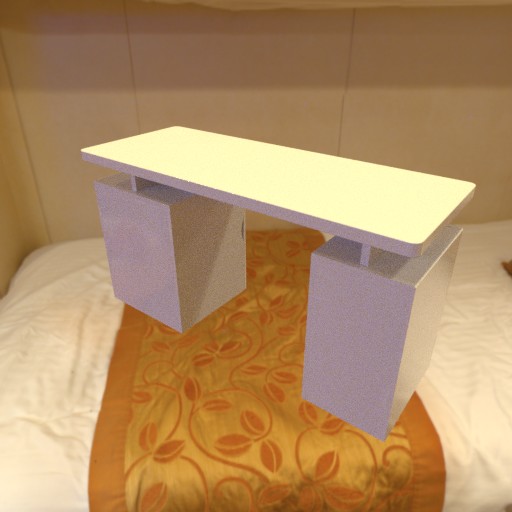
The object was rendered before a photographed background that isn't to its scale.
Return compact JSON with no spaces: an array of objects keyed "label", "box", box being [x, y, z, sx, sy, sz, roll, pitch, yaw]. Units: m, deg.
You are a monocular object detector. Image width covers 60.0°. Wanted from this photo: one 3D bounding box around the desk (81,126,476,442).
[{"label":"desk","box":[0.000,0.000,1.807,1.400,0.762,0.550,20,34,32]}]
